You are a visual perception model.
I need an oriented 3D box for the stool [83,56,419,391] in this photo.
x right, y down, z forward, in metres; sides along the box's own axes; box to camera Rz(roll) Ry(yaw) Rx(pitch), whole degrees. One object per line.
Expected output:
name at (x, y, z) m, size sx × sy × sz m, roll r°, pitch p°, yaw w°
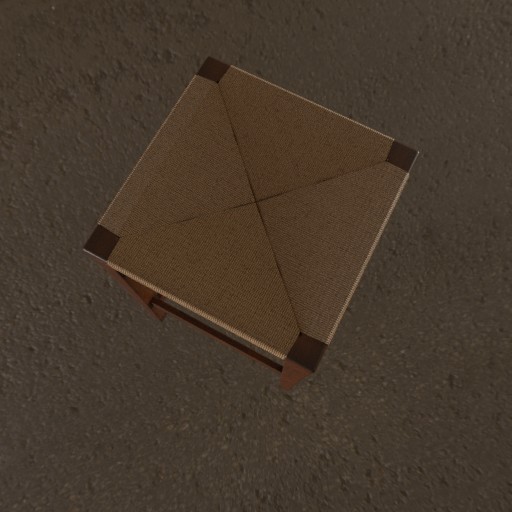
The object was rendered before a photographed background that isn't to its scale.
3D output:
stool at (0.000, 0.000, 1.118) m, size 0.497 × 0.762 × 0.507 m, roll 27°, pitch 77°, yaw 7°
